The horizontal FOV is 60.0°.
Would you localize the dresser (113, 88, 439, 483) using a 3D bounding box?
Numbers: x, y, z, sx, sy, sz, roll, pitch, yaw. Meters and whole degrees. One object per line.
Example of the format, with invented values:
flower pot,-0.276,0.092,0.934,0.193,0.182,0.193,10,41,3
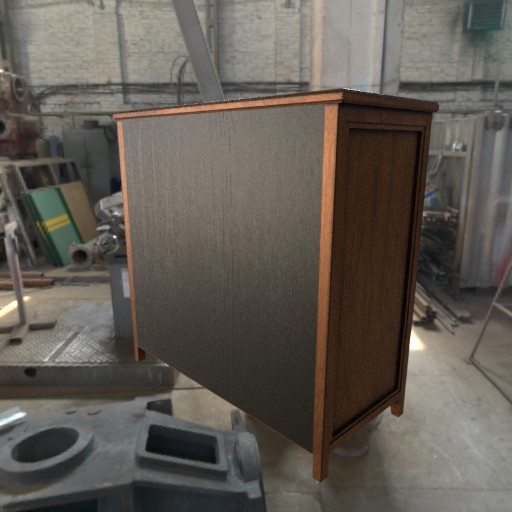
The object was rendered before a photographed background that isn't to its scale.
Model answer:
dresser,0.000,0.000,1.925,0.591,1.224,1.250,-13,19,-43
